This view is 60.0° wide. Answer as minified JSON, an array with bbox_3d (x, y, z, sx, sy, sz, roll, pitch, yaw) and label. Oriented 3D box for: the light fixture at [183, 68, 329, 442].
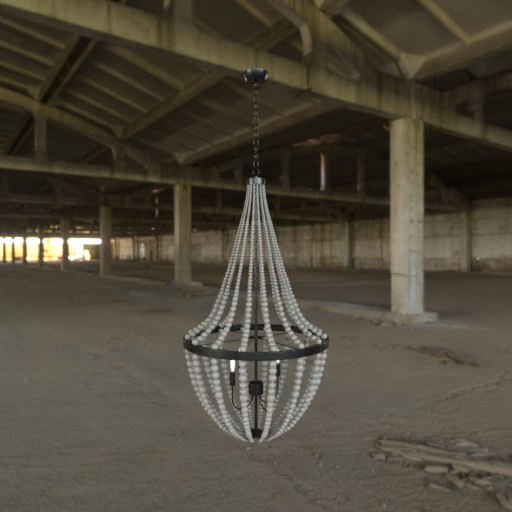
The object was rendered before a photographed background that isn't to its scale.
[{"bbox_3d":[0.000,0.000,1.382,0.450,1.133,0.450,0,1,0],"label":"light fixture"}]
